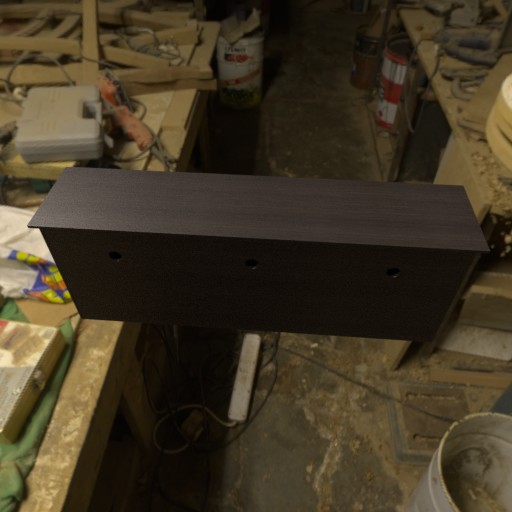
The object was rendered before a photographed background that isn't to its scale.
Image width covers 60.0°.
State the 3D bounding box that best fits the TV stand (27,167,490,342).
[{"bbox_3d":[0.000,0.000,2.055,1.778,0.610,0.406,3,46,3],"label":"TV stand"}]
